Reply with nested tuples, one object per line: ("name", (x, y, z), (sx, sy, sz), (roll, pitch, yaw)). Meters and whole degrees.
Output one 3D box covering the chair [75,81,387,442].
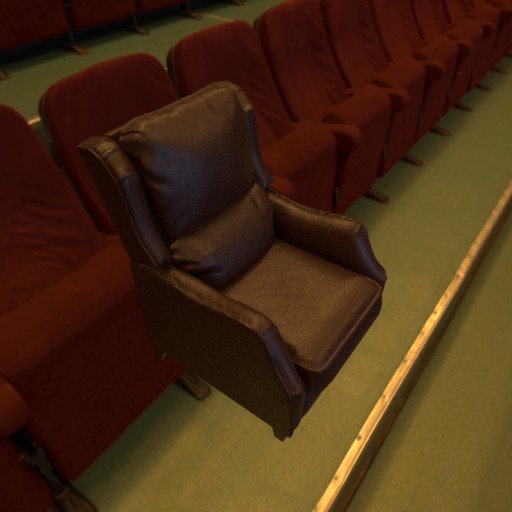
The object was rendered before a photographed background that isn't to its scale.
("chair", (0.000, 0.000, 1.805), (0.982, 1.132, 0.770), (26, 47, 27))
